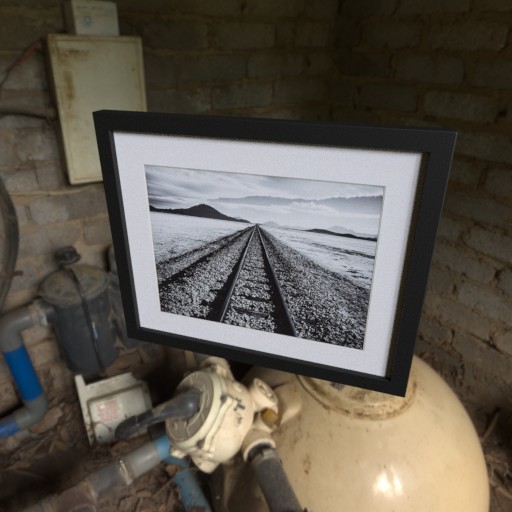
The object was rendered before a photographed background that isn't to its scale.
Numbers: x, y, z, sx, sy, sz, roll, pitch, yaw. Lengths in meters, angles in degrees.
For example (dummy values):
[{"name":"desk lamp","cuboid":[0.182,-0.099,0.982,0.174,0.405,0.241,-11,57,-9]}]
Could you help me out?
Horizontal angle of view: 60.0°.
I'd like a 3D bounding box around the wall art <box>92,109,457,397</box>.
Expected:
[{"name":"wall art","cuboid":[0.000,0.000,0.766,0.559,0.458,0.029,8,28,16]}]
